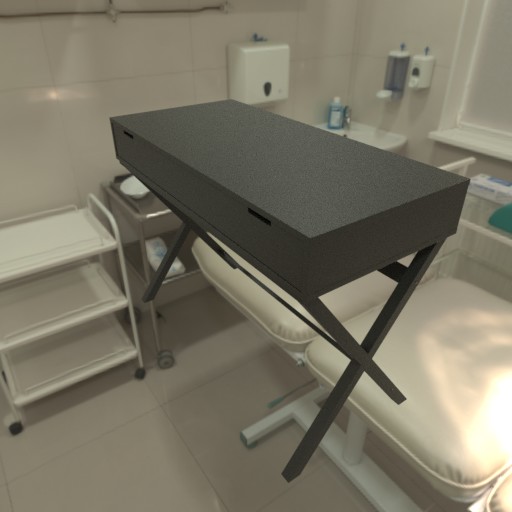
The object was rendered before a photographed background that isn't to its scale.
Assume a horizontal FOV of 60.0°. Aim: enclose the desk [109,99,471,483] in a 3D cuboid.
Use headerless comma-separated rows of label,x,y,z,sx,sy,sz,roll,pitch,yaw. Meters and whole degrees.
desk,0.000,0.000,1.501,0.504,0.780,1.057,-20,37,-29
